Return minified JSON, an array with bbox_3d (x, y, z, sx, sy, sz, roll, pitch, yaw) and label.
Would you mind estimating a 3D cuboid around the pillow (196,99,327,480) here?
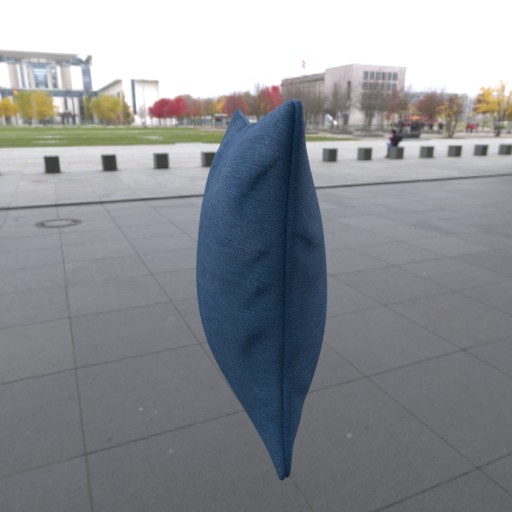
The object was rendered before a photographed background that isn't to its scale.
[{"bbox_3d":[0.000,0.000,0.653,0.177,0.420,0.437,-3,17,-9],"label":"pillow"}]
